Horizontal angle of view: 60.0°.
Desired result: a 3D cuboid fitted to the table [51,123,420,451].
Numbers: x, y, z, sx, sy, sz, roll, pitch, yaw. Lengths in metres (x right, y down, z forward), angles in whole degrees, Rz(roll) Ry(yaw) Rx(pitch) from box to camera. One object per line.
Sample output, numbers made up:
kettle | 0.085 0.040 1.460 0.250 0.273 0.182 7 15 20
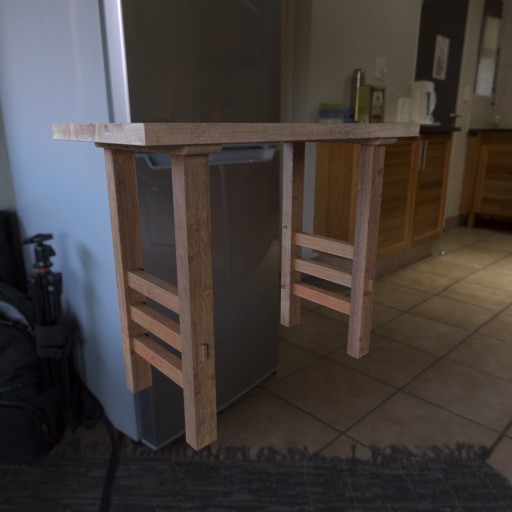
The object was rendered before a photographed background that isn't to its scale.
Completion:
table | 0.000 0.000 1.593 1.119 0.914 0.556 -14 22 -40
